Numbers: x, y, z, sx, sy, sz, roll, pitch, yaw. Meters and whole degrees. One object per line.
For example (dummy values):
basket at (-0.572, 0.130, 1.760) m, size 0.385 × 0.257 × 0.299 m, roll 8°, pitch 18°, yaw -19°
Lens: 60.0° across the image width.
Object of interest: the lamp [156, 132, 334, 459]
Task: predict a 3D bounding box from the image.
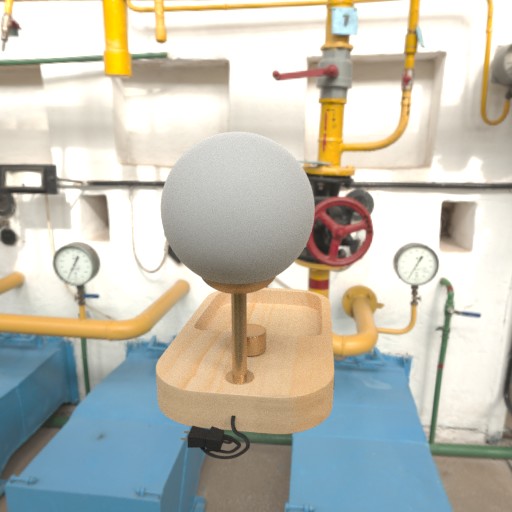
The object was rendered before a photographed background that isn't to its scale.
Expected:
lamp at (0.000, 0.000, 0.479) m, size 0.173 × 0.253 × 0.331 m, roll 2°, pitch 14°, yaw 8°
